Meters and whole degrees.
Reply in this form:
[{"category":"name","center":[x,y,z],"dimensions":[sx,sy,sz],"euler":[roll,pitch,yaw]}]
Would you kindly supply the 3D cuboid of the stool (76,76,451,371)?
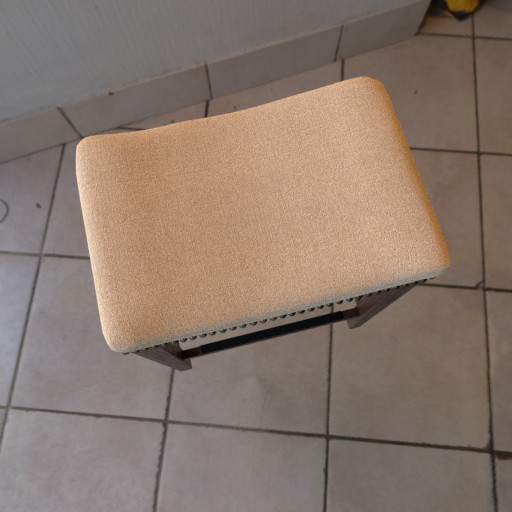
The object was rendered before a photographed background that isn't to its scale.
[{"category":"stool","center":[0.000,0.000,0.945],"dimensions":[0.509,0.669,0.363],"euler":[-13,75,-4]}]
